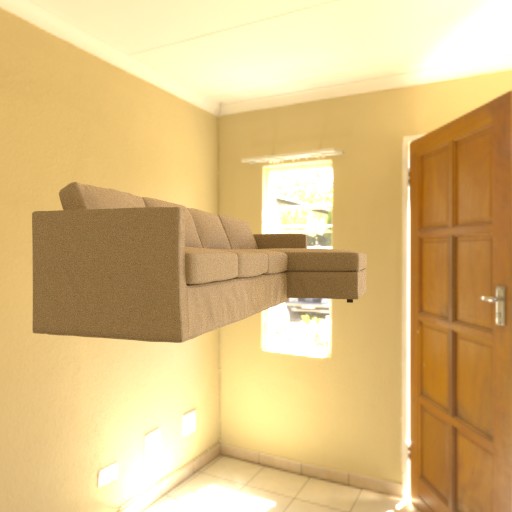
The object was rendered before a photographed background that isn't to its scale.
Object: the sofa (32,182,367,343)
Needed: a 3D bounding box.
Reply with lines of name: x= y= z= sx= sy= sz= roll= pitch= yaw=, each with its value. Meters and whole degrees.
sofa: x=0.000 y=0.000 z=3.735 sx=1.622 sy=0.867 sz=3.177 roll=0 pitch=0 yaw=18
